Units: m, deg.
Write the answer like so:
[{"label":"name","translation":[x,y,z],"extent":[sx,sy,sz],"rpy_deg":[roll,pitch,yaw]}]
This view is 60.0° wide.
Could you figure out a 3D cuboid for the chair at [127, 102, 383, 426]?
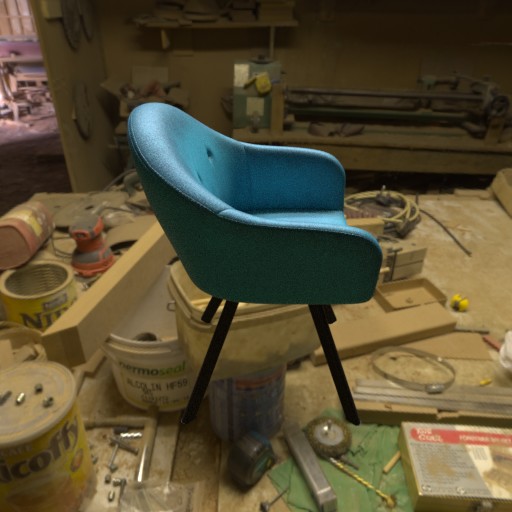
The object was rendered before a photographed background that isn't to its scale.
[{"label":"chair","translation":[0.000,0.000,1.191],"extent":[0.570,0.780,0.540],"rpy_deg":[0,30,1]}]
